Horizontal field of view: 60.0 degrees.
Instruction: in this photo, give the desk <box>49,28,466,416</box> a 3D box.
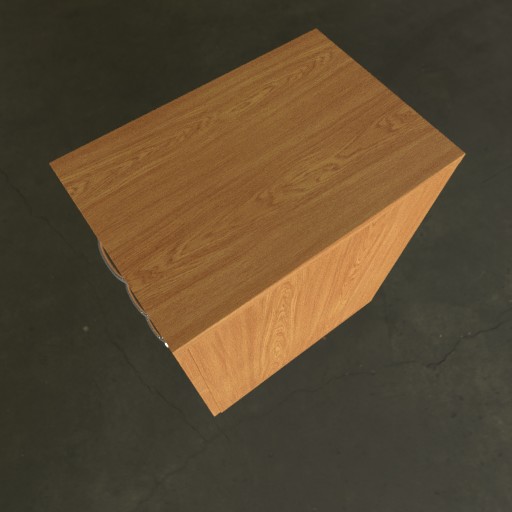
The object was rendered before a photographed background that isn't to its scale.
[{"bbox_3d":[0.000,0.000,1.083,0.600,0.730,0.404,-33,68,-15],"label":"desk"}]
